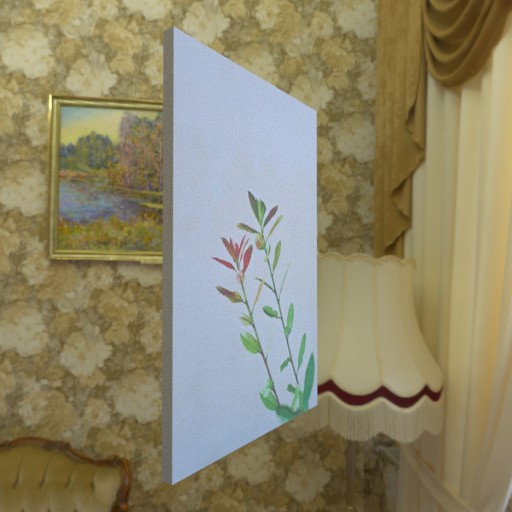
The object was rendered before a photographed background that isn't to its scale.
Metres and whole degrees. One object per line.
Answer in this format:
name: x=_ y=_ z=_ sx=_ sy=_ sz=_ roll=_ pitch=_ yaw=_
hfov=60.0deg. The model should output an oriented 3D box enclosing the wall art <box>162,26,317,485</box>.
wall art: x=0.000 y=0.000 z=1.424 sx=0.038 sy=1.143 sz=0.764 roll=-1 pitch=-1 yaw=36
